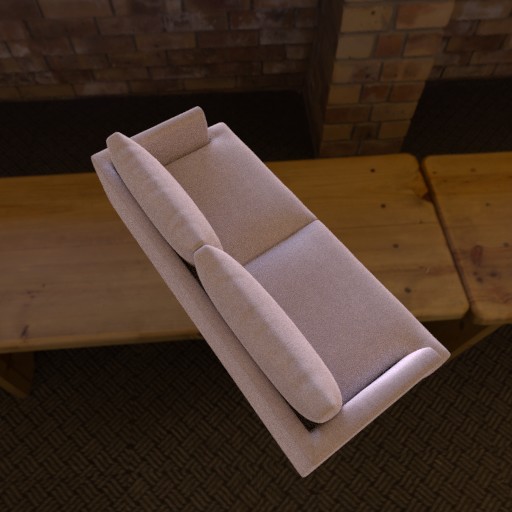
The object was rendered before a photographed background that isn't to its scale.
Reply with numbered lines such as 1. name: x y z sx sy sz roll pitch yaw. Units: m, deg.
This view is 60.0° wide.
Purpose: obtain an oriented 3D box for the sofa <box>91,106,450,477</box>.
1. sofa: 0.000 0.000 2.703 1.020 0.868 2.250 -32 64 -18
